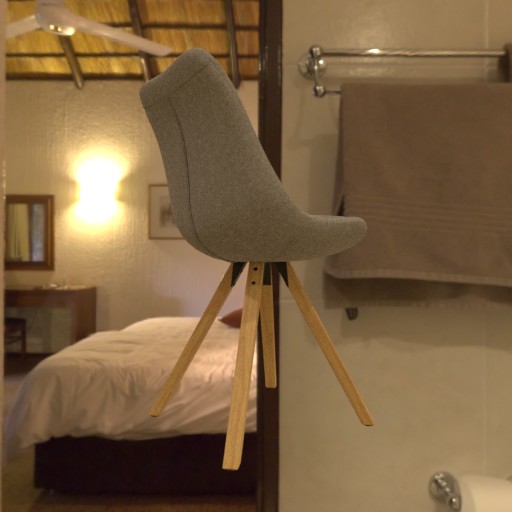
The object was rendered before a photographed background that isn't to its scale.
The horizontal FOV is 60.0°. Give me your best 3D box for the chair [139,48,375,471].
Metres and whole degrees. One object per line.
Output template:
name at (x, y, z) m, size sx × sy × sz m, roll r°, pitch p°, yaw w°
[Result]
chair at (0.000, 0.000, 1.173) m, size 0.550 × 0.865 × 0.483 m, roll 0°, pitch 0°, yaw -37°
